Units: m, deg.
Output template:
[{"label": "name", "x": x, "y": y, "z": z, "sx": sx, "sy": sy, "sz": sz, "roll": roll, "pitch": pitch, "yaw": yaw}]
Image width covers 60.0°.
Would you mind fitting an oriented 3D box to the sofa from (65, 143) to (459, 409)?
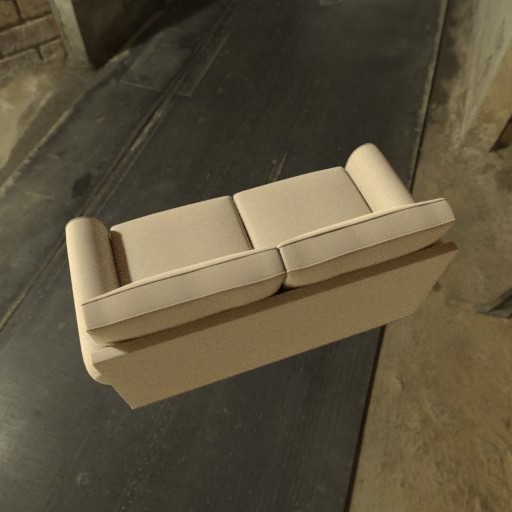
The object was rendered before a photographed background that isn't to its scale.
[{"label": "sofa", "x": 0.000, "y": 0.000, "z": 2.272, "sx": 1.774, "sy": 0.933, "sz": 0.861, "roll": -16, "pitch": 59, "yaw": -10}]
